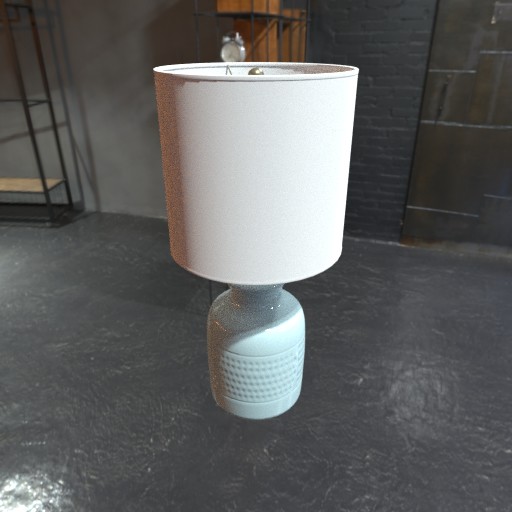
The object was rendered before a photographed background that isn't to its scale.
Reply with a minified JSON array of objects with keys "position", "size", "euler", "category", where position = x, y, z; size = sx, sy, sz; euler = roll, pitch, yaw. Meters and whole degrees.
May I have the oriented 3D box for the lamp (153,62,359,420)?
[{"position":[0.000,0.000,1.113],"size":[0.418,0.871,0.418],"euler":[8,28,16],"category":"lamp"}]
